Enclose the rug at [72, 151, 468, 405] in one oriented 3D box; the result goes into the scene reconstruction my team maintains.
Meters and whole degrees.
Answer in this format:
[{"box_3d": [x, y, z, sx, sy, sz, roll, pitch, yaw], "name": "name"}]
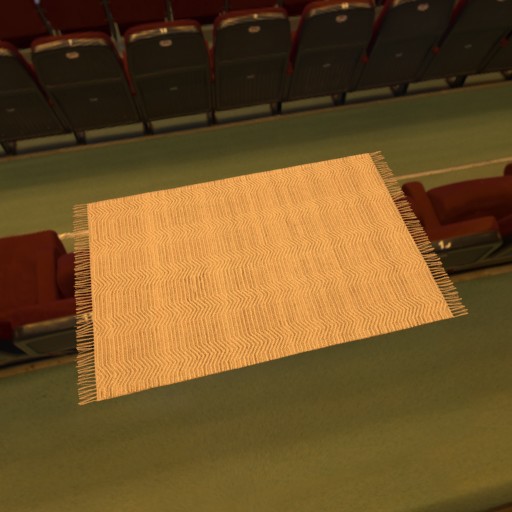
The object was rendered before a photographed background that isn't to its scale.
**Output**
[{"box_3d": [0.000, 0.000, 2.512, 2.021, 0.027, 1.224, -11, 58, -7], "name": "rug"}]
